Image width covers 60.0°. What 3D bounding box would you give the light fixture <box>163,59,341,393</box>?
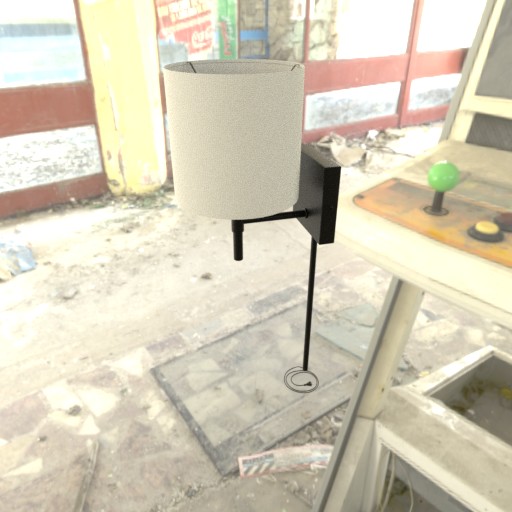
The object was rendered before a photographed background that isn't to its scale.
[{"bbox_3d":[0.000,0.000,0.741,0.248,0.589,0.188,-8,30,-13],"label":"light fixture"}]
